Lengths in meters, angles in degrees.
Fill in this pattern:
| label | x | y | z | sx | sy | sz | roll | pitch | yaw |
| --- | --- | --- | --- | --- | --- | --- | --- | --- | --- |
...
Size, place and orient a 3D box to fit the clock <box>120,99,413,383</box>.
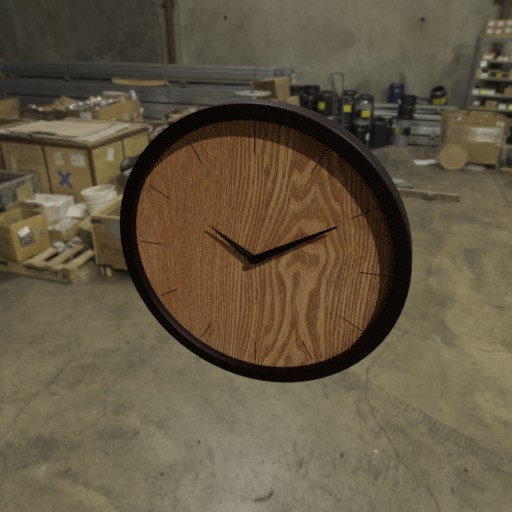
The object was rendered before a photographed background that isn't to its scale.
| label | x | y | z | sx | sy | sz | roll | pitch | yaw |
| --- | --- | --- | --- | --- | --- | --- | --- | --- | --- |
| clock | 0.000 | 0.000 | 0.471 | 0.314 | 0.314 | 0.029 | 8 | 27 | 16 |
